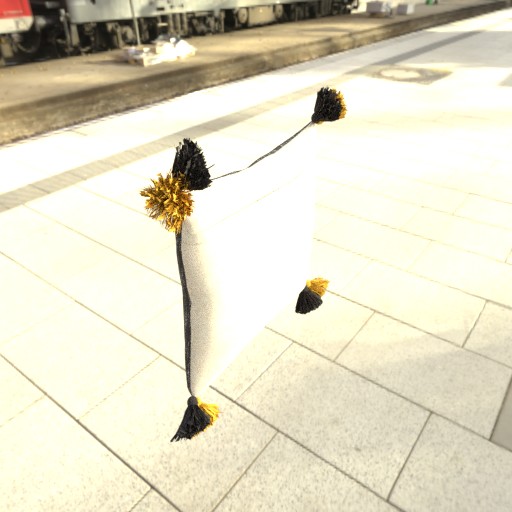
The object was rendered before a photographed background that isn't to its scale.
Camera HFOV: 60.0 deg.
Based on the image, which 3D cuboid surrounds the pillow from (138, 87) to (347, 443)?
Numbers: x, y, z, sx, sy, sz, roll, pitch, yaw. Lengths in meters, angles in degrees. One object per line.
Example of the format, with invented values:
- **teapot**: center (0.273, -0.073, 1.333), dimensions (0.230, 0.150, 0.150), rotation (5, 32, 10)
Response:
- **pillow**: center (0.000, 0.000, 0.984), dimensions (0.139, 0.659, 0.654), rotation (21, 39, 29)
